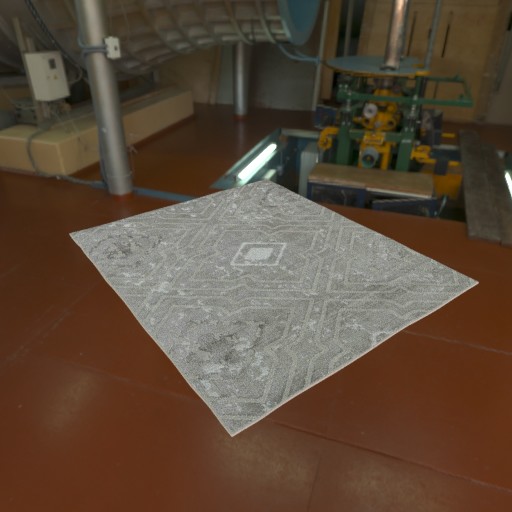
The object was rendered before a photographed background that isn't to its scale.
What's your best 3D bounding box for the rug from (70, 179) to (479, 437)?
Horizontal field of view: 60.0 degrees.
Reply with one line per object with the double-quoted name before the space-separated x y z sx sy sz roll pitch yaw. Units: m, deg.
"rug" 0.000 0.000 0.893 0.548 0.006 0.639 -21 37 -31
